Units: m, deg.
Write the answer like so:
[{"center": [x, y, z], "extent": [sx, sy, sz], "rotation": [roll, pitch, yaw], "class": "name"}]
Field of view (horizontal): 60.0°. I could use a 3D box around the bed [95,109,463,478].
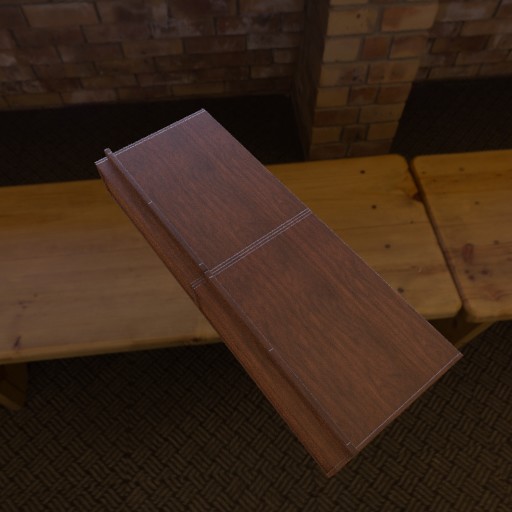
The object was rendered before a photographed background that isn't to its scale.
[{"center": [0.000, 0.000, 2.372], "extent": [0.787, 0.326, 2.057], "rotation": [-33, 64, -19], "class": "bed"}]
